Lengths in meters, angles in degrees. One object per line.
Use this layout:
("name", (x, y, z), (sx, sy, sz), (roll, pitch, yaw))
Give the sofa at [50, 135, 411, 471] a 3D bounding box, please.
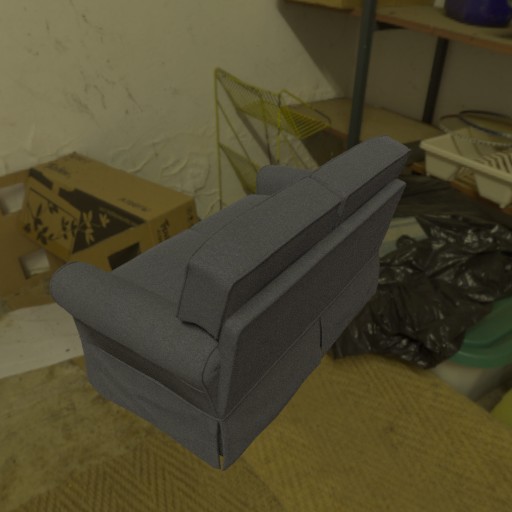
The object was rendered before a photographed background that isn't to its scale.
("sofa", (0.000, 0.000, 2.336), (0.997, 1.059, 1.801), (20, 37, 30))
